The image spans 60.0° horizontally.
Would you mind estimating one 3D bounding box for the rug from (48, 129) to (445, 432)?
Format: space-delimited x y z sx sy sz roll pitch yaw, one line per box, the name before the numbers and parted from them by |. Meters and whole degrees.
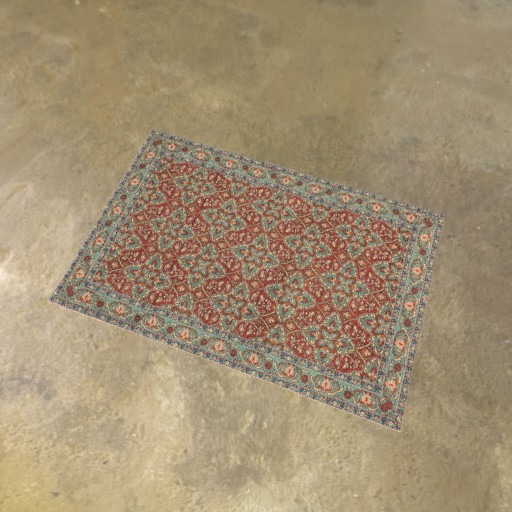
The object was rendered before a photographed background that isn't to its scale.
rug | 0.000 0.000 2.383 1.829 0.009 1.219 18 65 9
